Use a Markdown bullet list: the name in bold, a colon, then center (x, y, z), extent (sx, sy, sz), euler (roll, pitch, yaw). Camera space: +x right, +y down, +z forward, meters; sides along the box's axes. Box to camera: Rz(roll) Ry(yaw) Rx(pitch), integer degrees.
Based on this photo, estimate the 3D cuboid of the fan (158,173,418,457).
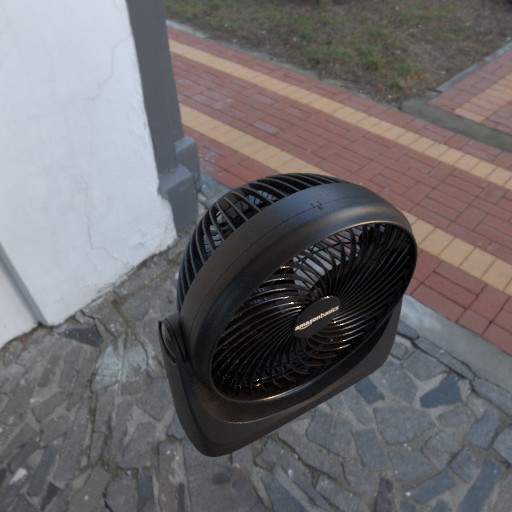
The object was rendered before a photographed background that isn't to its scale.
- **fan**: center (0.000, 0.000, 0.485), extent (0.273, 0.277, 0.256), euler (-22, 50, -20)
